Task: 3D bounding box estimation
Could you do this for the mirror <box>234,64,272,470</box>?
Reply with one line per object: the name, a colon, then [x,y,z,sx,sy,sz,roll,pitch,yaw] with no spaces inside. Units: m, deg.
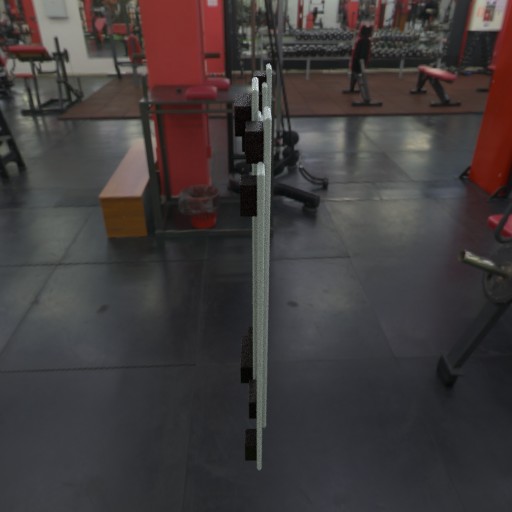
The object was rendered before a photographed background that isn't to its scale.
mirror: [0.000,0.000,0.807,0.058,0.611,0.445,0,30,0]
